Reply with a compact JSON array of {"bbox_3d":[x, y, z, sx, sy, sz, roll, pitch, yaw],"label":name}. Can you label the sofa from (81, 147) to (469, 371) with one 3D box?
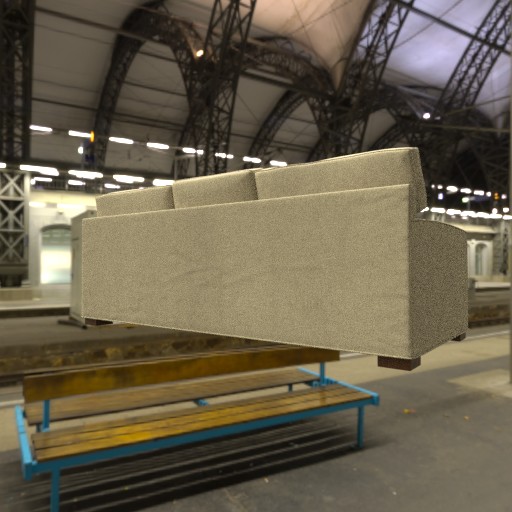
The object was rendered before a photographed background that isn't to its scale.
[{"bbox_3d":[0.000,0.000,2.568,2.093,0.862,0.936,-1,-1,37],"label":"sofa"}]
